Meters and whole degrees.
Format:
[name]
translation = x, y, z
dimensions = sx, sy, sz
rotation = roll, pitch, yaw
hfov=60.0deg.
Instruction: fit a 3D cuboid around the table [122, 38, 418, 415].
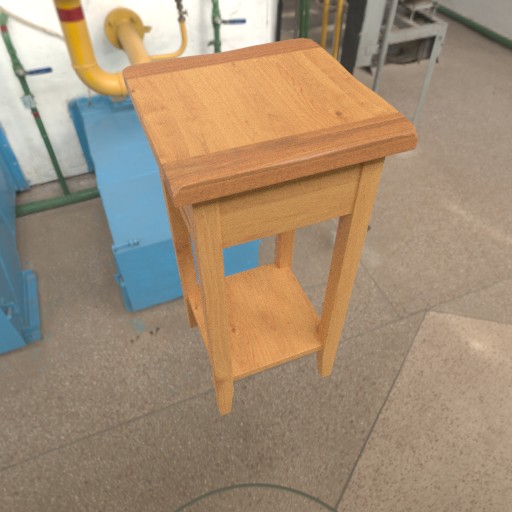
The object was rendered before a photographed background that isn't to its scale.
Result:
[table]
translation = 0.000, 0.000, 0.965
dimensions = 0.360, 0.740, 0.360
rotation = -16, 49, -14
